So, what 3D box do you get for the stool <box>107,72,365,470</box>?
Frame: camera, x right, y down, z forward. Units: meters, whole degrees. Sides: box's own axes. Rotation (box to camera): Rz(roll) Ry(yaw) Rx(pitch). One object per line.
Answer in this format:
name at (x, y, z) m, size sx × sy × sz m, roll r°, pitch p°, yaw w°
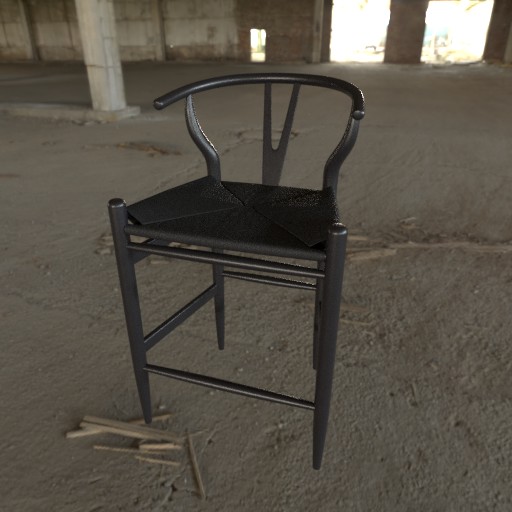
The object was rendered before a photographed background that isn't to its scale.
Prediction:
stool at (0.000, 0.000, 1.314) m, size 0.569 × 0.970 × 0.579 m, roll 8°, pitch 27°, yaw 16°
